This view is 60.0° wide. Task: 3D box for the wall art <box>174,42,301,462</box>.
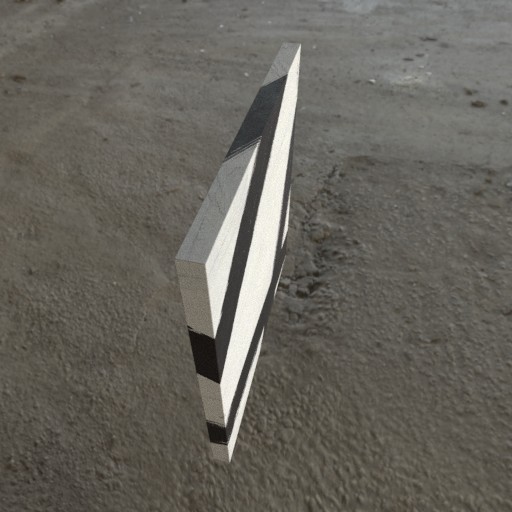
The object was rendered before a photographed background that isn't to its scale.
[{"bbox_3d":[0.000,0.000,1.132,0.046,0.765,0.765,10,48,9],"label":"wall art"}]
